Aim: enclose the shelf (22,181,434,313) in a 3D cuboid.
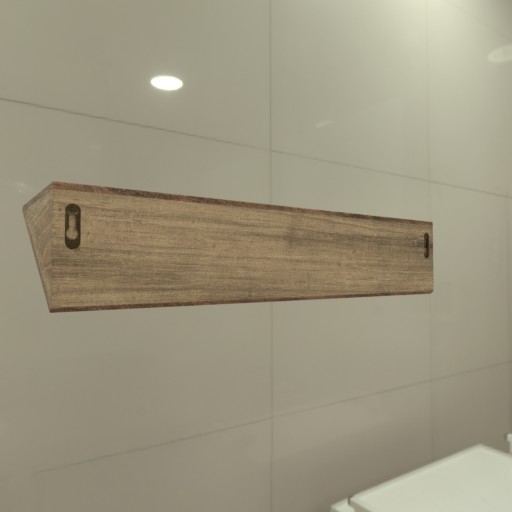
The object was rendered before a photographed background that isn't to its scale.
[{"bbox_3d":[0.000,0.000,0.674,0.610,0.125,0.200,1,-2,-35],"label":"shelf"}]
